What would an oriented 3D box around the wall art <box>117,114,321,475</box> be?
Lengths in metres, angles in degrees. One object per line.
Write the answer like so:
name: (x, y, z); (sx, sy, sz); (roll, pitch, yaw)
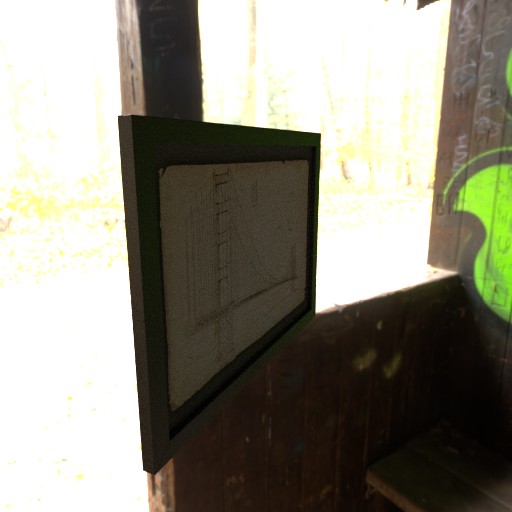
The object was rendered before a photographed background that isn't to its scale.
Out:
wall art: (0.000, 0.000, 0.549); (0.016, 0.306, 0.432); (7, 15, 26)
